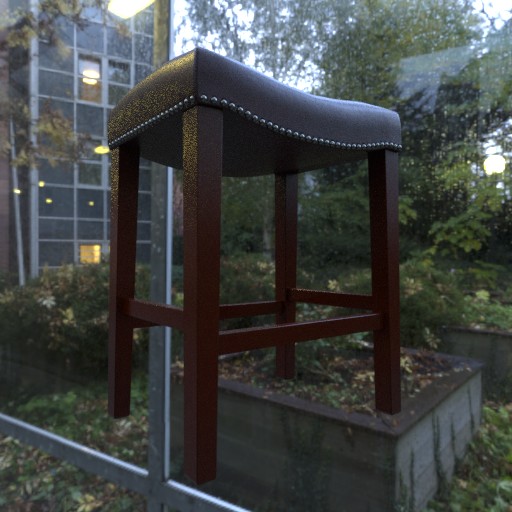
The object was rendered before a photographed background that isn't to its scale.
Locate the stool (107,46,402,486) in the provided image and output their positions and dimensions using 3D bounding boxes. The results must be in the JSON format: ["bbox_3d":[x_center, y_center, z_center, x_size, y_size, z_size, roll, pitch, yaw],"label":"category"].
[{"bbox_3d":[0.000,0.000,0.925,0.504,0.657,0.372,0,0,-38],"label":"stool"}]
